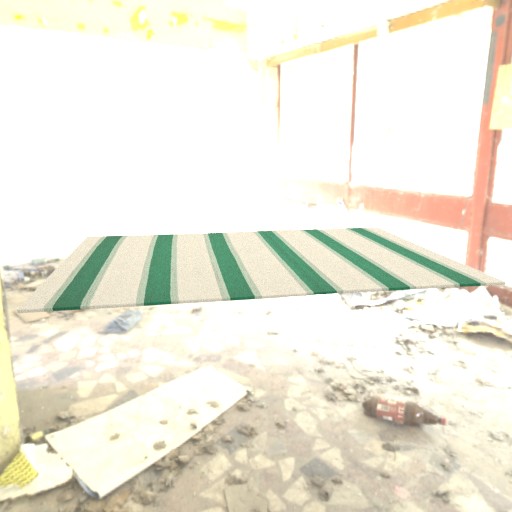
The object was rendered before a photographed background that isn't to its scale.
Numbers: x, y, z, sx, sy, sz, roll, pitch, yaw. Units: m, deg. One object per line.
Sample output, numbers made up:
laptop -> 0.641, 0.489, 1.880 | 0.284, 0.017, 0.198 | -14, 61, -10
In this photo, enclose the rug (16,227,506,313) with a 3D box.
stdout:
rug -> 0.000, 0.000, 2.201 | 1.829, 0.012, 1.210 | -2, 15, -9
